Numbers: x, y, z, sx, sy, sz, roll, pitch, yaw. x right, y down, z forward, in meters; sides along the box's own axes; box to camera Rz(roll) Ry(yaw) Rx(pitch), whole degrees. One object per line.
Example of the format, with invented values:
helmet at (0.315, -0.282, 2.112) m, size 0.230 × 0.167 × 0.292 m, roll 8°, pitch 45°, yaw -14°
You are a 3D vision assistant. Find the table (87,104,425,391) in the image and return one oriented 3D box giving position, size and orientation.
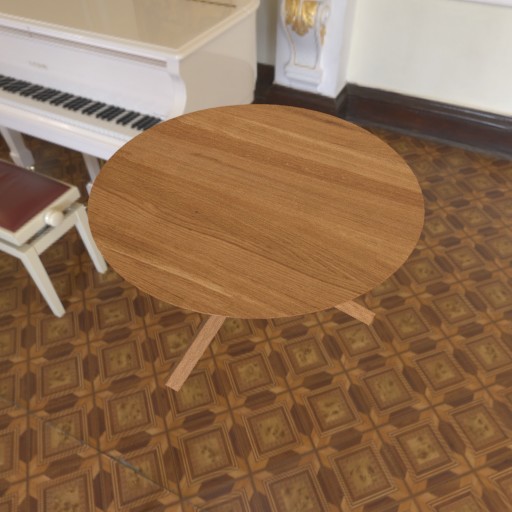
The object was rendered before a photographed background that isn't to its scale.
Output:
table at (0.000, 0.000, 1.651) m, size 1.038 × 0.666 × 1.038 m, roll 0°, pitch 47°, yaw 0°
